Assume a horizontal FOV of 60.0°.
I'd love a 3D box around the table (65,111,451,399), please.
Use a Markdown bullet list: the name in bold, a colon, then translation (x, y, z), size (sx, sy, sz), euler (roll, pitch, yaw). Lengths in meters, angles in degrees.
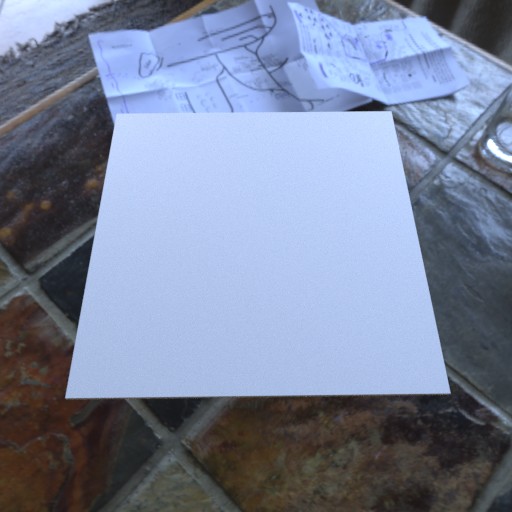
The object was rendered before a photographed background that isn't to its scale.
- **table**: translation (0.000, 0.000, 1.364), size (0.890, 0.305, 0.890), euler (-1, 62, 0)
